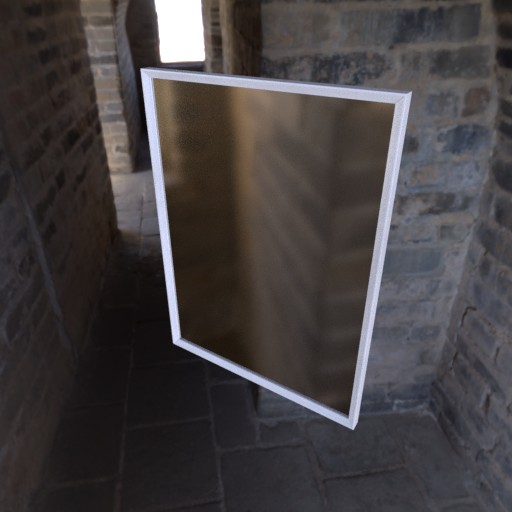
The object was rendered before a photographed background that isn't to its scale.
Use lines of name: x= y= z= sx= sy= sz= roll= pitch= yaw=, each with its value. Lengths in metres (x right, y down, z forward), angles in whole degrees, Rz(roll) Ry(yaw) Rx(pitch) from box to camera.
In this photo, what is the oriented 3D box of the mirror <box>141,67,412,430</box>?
mirror: x=0.000 y=0.000 z=1.351 sx=0.762 sy=1.016 sz=0.041 roll=18 pitch=34 yaw=28
